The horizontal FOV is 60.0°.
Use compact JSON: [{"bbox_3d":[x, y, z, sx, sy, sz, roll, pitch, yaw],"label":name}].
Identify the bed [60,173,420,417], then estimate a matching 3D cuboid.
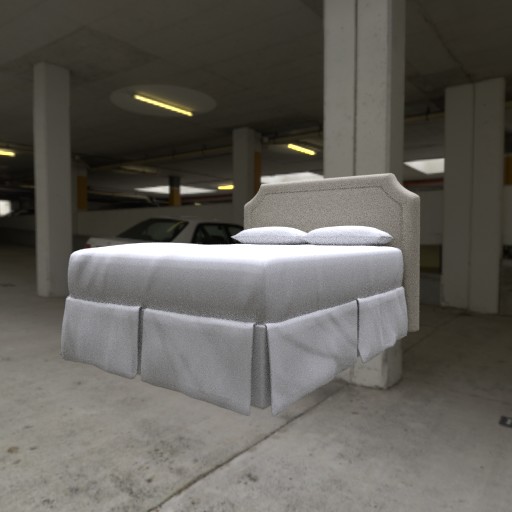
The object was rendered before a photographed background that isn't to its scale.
[{"bbox_3d":[0.000,0.000,3.133,1.693,1.290,2.116,2,3,36],"label":"bed"}]
